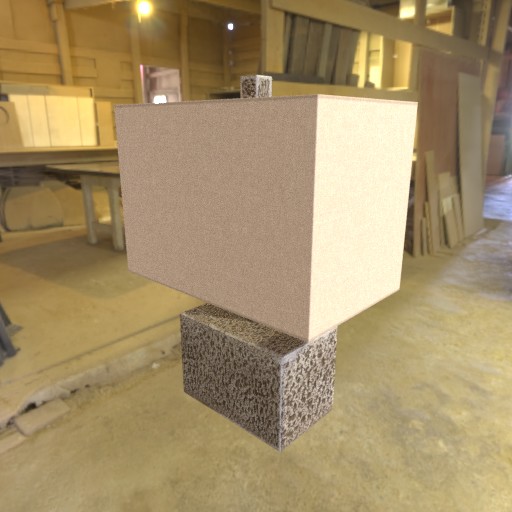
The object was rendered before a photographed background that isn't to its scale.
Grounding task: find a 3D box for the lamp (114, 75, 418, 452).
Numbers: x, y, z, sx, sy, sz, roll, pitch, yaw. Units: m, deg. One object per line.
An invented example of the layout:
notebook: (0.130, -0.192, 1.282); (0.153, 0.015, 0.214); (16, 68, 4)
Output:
lamp: (0.000, 0.000, 0.545); (0.294, 0.411, 0.180); (15, 22, 41)
